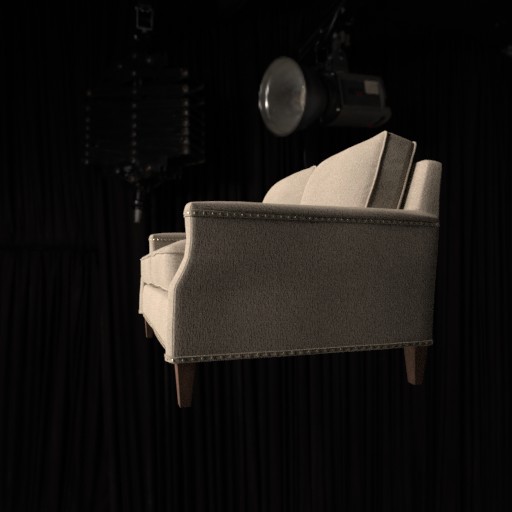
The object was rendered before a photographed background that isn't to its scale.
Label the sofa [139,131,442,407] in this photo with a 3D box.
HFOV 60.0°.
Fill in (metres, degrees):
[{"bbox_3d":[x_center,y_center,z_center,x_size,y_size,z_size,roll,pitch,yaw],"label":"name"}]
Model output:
[{"bbox_3d":[0.000,0.000,2.277,1.084,1.003,1.597,0,-1,-18],"label":"sofa"}]
